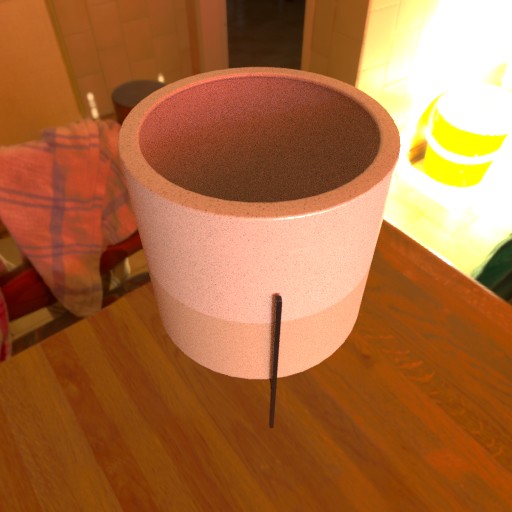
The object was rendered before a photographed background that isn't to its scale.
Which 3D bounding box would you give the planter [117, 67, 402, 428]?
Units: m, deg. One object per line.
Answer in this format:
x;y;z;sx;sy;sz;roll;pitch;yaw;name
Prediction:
0.000;0.000;0.740;0.368;0.484;0.359;17;49;15;planter
